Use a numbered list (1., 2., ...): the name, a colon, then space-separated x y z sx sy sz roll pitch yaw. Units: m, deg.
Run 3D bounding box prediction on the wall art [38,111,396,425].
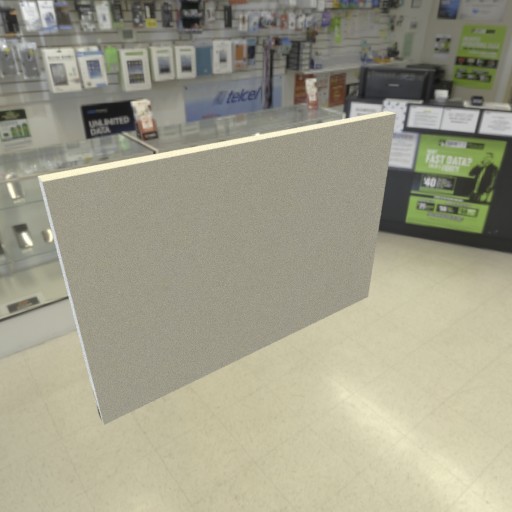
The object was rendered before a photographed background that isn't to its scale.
1. wall art: 0.000 0.000 1.126 0.898 0.601 0.038 -19 35 -30
